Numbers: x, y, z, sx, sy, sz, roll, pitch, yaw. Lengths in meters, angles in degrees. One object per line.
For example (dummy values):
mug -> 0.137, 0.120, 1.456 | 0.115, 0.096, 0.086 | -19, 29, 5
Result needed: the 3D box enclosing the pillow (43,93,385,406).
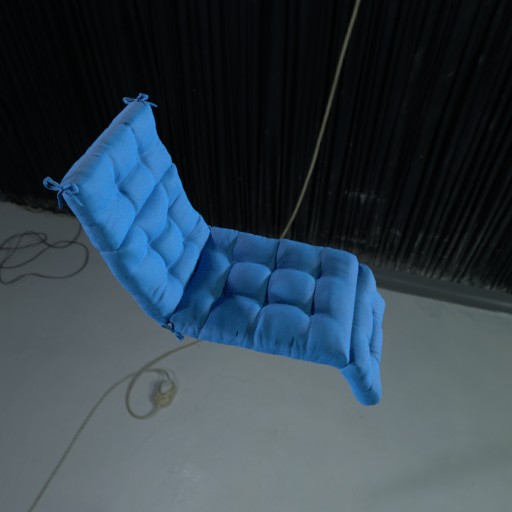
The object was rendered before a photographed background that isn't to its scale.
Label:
pillow -> 0.000, 0.000, 1.521 | 1.016, 0.863, 0.526 | 10, 47, 9
